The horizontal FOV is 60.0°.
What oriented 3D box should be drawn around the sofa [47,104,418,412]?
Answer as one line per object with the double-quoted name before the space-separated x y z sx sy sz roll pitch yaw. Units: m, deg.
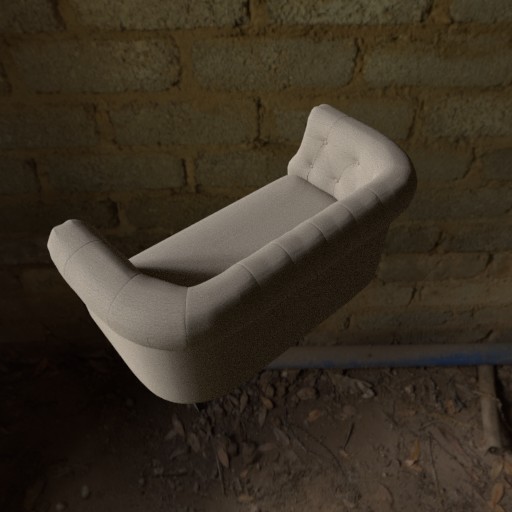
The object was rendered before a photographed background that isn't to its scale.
"sofa" 0.000 0.000 2.073 1.558 0.827 0.835 -32 54 -27
